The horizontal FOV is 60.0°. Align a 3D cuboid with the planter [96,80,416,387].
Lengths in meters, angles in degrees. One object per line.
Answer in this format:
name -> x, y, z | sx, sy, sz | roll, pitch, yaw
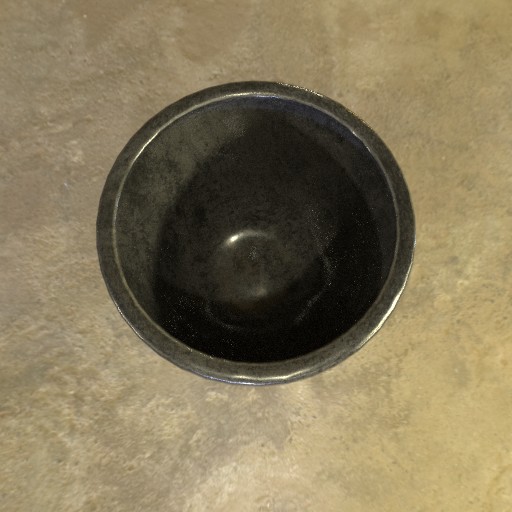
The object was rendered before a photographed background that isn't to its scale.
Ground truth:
planter -> 0.000, 0.000, 0.252 | 0.140, 0.129, 0.140 | 0, 75, 0
